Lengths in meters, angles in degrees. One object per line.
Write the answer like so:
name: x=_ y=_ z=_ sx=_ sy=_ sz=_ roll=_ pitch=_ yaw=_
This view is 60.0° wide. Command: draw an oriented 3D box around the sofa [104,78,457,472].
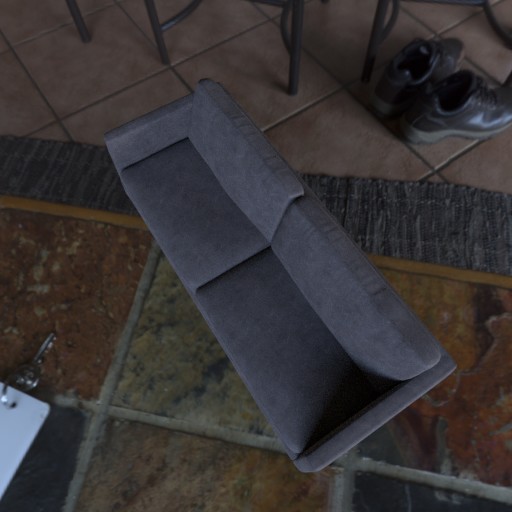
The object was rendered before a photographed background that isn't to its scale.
sofa: x=0.000 y=0.000 z=2.852 sx=0.951 sy=0.965 sz=2.434 roll=-30 pitch=68 yaw=-14
